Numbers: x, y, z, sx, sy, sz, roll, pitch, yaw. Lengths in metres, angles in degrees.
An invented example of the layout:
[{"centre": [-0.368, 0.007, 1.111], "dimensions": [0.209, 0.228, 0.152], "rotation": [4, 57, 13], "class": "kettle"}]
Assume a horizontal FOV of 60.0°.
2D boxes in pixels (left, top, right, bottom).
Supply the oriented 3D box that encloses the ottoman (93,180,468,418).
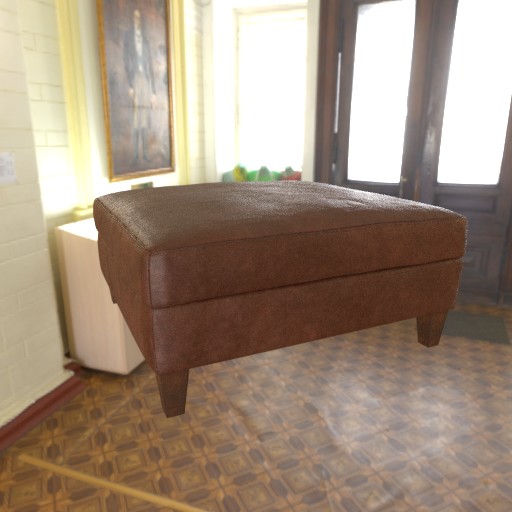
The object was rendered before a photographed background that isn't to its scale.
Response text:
[{"centre": [0.000, 0.000, 1.333], "dimensions": [0.844, 0.415, 0.836], "rotation": [-7, 17, -25], "class": "ottoman"}]
